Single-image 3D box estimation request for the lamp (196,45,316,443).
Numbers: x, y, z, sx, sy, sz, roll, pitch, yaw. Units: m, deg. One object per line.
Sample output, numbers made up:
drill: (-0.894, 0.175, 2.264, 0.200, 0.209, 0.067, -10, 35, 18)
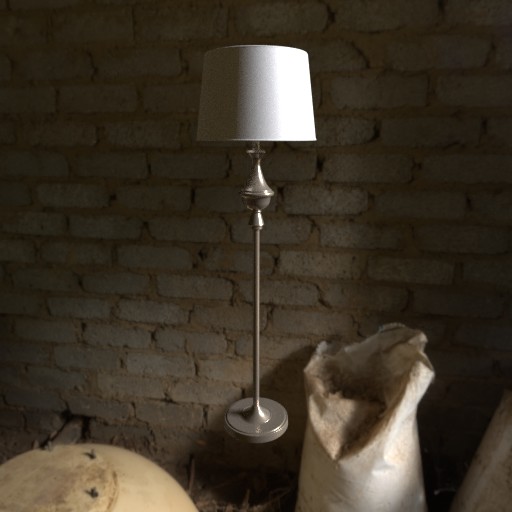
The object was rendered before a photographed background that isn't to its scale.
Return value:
lamp: (0.000, 0.000, 1.716, 0.431, 1.488, 0.431, 0, 15, 0)
